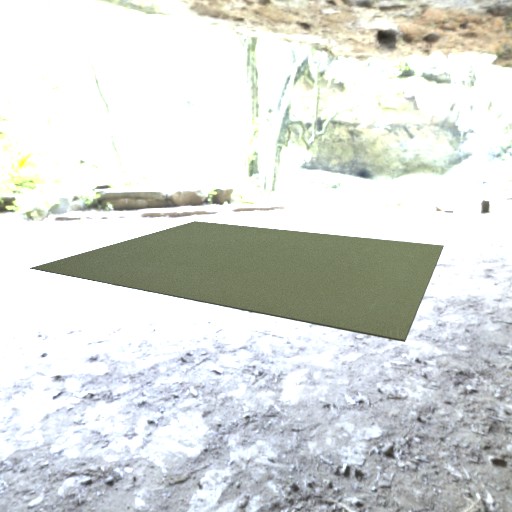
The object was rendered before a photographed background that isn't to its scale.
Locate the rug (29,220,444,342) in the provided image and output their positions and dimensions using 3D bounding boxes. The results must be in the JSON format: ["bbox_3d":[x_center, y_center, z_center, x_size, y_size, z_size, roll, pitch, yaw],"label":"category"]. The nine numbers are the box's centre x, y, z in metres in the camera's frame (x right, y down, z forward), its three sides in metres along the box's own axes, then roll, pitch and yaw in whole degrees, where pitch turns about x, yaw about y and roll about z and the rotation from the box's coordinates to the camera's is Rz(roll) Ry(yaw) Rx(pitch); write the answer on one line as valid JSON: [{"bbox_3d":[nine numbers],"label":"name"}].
[{"bbox_3d":[0.000,0.000,3.489,2.584,0.011,2.073,7,17,26],"label":"rug"}]
